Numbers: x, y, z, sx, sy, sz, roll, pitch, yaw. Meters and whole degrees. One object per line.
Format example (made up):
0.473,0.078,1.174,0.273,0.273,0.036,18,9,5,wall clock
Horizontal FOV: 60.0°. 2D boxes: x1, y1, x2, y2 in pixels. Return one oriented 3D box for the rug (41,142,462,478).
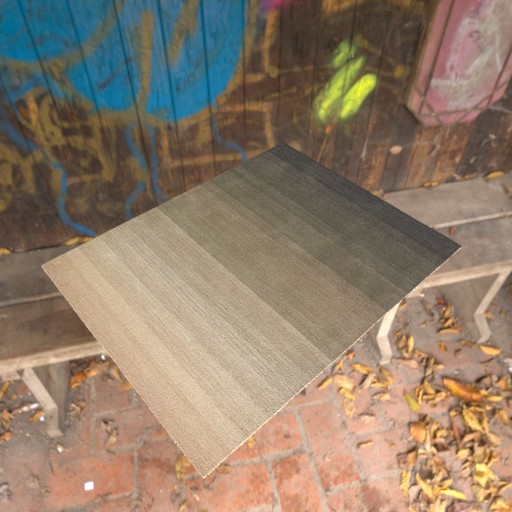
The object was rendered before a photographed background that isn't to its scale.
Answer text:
0.000,0.000,3.915,2.932,0.015,2.315,-33,55,-27,rug
